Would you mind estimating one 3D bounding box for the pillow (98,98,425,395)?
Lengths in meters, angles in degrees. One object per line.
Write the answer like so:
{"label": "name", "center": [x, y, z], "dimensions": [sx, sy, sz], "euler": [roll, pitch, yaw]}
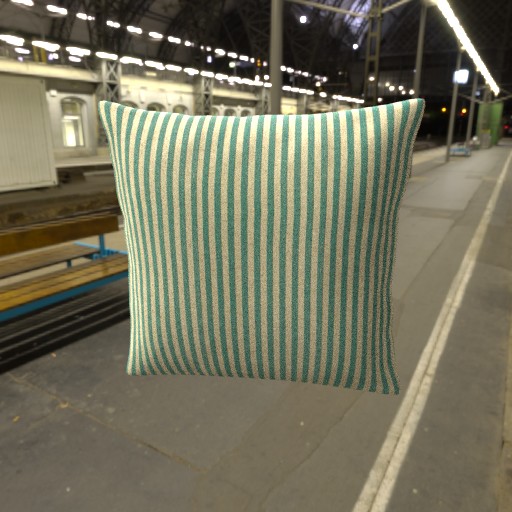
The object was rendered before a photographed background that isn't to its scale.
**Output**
{"label": "pillow", "center": [0.000, 0.000, 0.765], "dimensions": [0.523, 0.510, 0.166], "euler": [2, 16, 8]}
